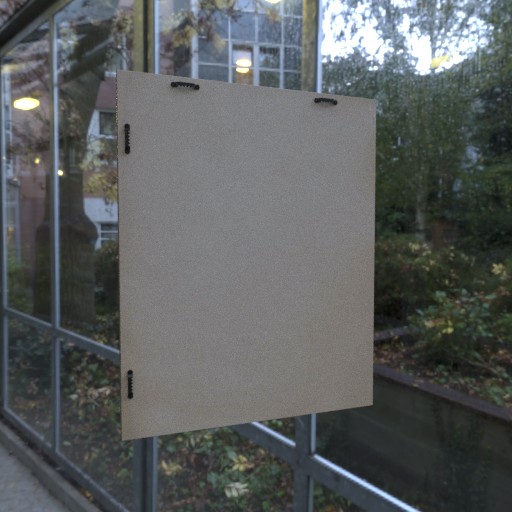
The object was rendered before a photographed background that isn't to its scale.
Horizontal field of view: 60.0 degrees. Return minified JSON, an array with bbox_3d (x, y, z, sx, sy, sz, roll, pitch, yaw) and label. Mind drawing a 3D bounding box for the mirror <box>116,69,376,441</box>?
[{"bbox_3d":[0.000,0.000,0.684,0.405,0.508,0.041,-1,3,-19],"label":"mirror"}]
